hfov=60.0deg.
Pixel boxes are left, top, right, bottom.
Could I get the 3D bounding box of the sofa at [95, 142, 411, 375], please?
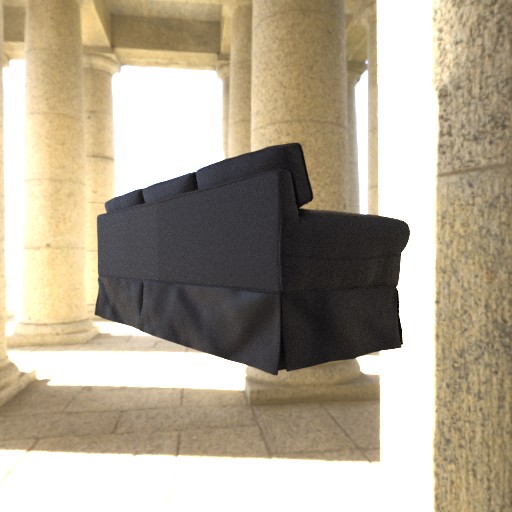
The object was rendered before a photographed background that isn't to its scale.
[{"bbox_3d":[0.000,0.000,3.301,1.637,1.039,2.518,0,-1,-37],"label":"sofa"}]
